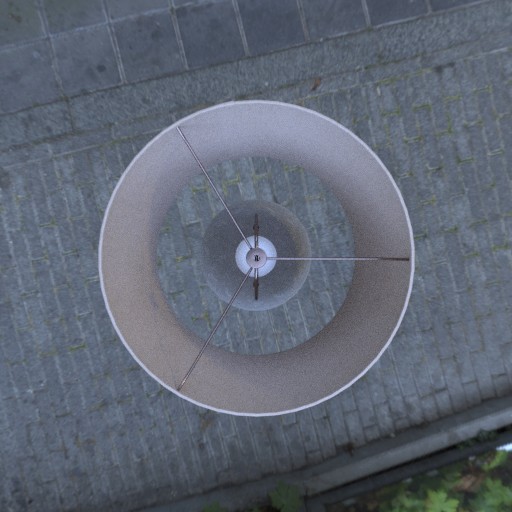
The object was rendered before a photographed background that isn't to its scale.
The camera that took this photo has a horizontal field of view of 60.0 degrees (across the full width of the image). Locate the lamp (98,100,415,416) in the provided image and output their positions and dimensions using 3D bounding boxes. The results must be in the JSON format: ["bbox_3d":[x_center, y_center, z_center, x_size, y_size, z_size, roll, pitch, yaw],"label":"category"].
[{"bbox_3d":[0.000,0.000,0.579,0.269,0.409,0.269,0,91,0],"label":"lamp"}]
